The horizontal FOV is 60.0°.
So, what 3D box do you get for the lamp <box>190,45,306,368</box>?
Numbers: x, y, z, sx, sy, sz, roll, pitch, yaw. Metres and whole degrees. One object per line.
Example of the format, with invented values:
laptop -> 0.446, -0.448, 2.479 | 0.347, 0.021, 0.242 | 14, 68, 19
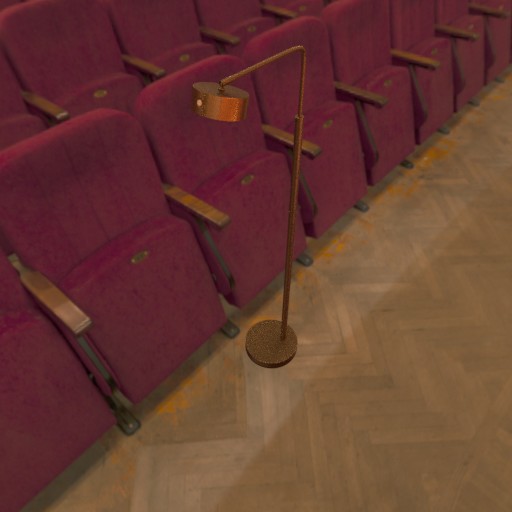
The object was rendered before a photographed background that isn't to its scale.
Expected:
lamp -> 0.000, 0.000, 1.403 | 0.219, 1.230, 0.418 | 31, 53, 28
